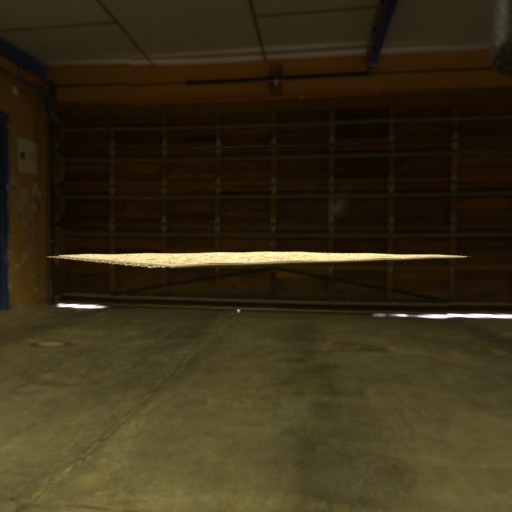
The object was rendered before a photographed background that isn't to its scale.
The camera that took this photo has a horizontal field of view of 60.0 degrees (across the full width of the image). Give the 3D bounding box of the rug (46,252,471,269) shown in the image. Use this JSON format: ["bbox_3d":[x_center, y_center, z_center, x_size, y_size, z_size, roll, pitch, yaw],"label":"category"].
[{"bbox_3d":[0.000,0.000,4.032,3.061,0.034,2.426,-1,2,-37],"label":"rug"}]
